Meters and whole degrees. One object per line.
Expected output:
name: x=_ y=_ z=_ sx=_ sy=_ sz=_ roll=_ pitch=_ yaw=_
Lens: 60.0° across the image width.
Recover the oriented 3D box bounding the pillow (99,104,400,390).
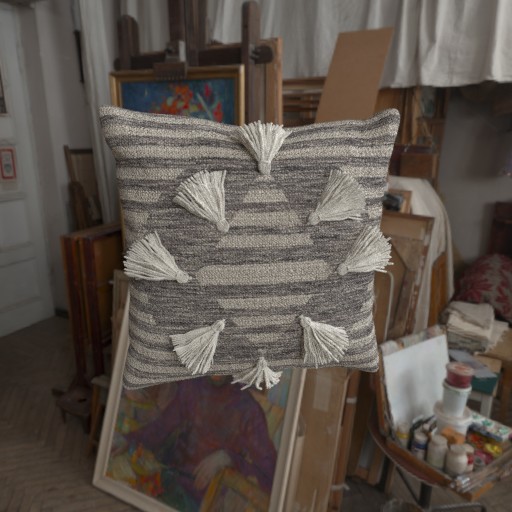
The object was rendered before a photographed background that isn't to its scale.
pillow: x=0.000 y=0.000 z=0.760 sx=0.484 sy=0.490 sz=0.234 roll=-2 pitch=16 yaw=-8
